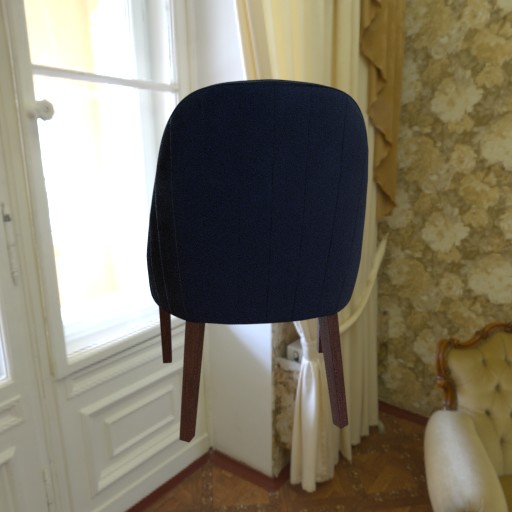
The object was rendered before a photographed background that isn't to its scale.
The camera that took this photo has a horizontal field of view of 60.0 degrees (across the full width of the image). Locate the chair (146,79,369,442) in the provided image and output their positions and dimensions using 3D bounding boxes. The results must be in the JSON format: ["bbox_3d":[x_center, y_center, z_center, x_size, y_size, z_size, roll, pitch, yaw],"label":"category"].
[{"bbox_3d":[0.000,0.000,1.283,0.643,0.889,0.575,-2,14,-8],"label":"chair"}]
